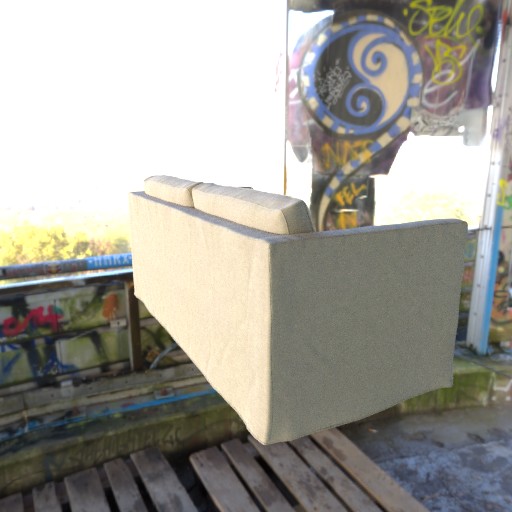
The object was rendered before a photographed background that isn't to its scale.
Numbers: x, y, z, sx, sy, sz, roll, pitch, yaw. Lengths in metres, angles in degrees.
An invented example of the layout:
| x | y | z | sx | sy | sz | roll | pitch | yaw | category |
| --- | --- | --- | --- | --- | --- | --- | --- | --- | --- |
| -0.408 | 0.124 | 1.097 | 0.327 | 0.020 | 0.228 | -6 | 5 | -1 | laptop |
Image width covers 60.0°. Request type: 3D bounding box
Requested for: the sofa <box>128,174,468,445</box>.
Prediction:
| x | y | z | sx | sy | sz | roll | pitch | yaw | category |
| --- | --- | --- | --- | --- | --- | --- | --- | --- | --- |
| 0.000 | 0.000 | 2.437 | 0.962 | 0.835 | 1.959 | -7 | 15 | -27 | sofa |
